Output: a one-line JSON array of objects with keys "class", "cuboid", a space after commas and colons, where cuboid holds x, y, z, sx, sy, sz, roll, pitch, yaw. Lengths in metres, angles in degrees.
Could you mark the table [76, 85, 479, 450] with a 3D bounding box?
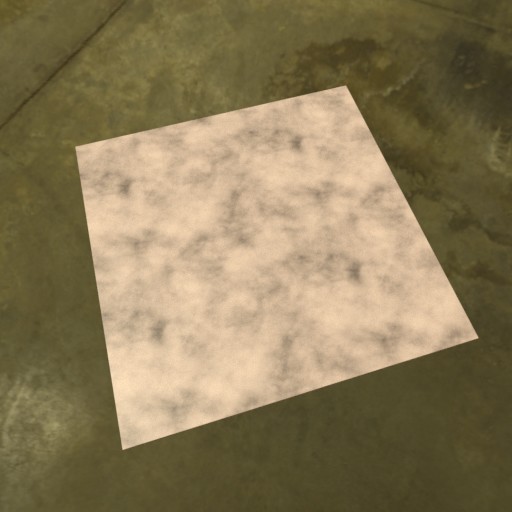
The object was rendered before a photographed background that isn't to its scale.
[{"class": "table", "cuboid": [0.000, 0.000, 1.368, 0.890, 0.305, 0.890, -15, 65, -7]}]
